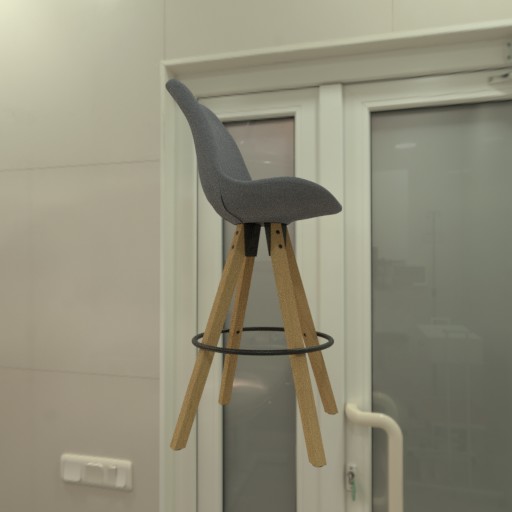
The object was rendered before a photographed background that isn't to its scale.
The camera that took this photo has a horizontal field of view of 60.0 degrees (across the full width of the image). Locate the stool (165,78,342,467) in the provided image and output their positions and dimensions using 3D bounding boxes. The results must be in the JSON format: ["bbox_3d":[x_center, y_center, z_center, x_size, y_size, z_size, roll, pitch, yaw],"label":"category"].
[{"bbox_3d":[0.000,0.000,1.445,0.550,1.115,0.485,0,-1,15],"label":"stool"}]
